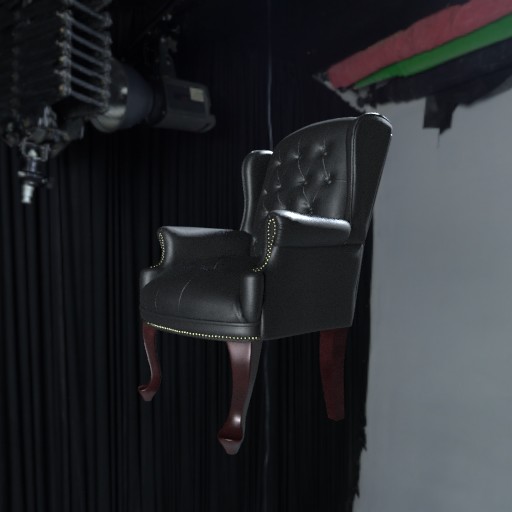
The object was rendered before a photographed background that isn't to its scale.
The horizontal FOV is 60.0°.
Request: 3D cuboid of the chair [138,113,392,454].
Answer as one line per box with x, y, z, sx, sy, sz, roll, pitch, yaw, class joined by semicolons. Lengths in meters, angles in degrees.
0.000;0.000;1.701;0.822;1.133;0.831;1;-1;-37;chair
